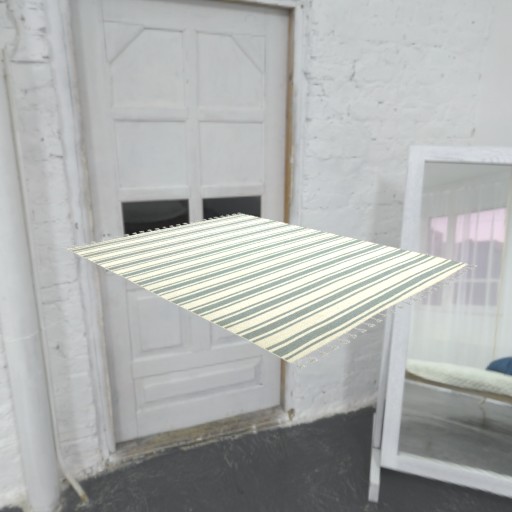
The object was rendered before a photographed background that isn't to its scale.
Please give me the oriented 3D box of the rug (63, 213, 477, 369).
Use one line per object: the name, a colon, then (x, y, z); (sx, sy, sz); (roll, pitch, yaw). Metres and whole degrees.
rug: (0.000, 0.000, 4.227); (2.439, 0.005, 3.201); (-16, 24, -42)
